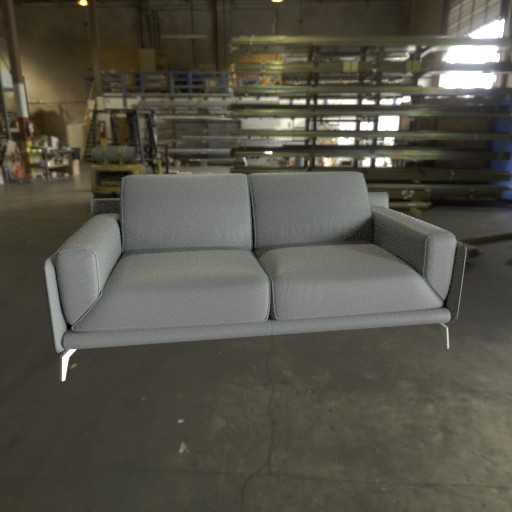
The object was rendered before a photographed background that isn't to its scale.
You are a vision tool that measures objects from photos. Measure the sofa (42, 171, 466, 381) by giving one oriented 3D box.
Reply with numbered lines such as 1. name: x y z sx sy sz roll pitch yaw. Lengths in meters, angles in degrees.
1. sofa: 0.000 0.000 2.597 2.100 0.900 0.969 -3 16 -9
